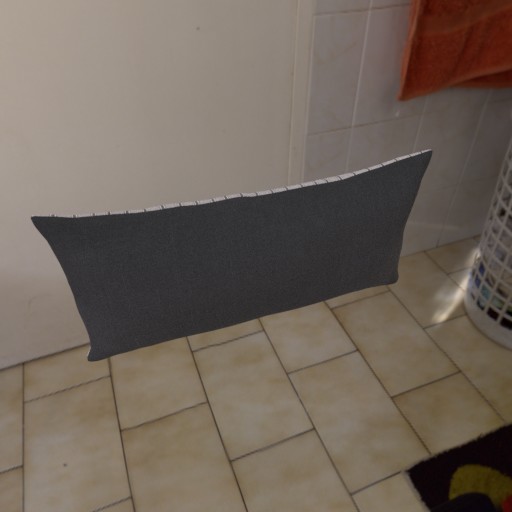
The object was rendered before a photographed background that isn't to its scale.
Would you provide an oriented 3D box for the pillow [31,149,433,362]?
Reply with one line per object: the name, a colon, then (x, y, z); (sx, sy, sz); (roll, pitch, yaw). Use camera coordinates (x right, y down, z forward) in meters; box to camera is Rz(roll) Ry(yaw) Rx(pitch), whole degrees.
pillow: (0.000, 0.000, 0.737); (0.609, 0.305, 0.151); (-13, 43, -14)
